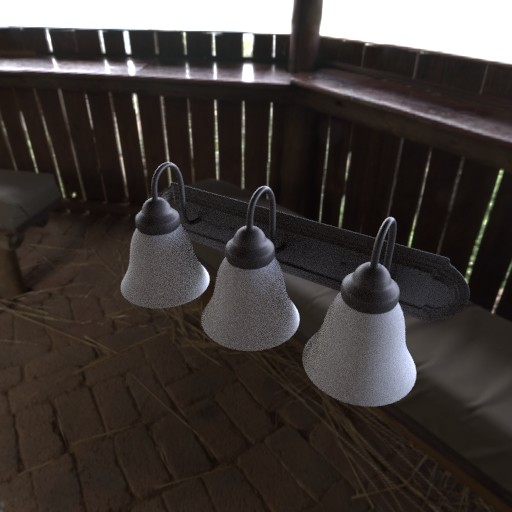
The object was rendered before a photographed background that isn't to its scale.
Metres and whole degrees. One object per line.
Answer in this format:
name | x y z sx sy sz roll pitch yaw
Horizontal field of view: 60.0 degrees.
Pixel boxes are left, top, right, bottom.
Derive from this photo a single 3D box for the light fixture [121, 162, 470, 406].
light fixture | 0.000 0.000 0.702 0.610 0.222 0.199 19 36 28
